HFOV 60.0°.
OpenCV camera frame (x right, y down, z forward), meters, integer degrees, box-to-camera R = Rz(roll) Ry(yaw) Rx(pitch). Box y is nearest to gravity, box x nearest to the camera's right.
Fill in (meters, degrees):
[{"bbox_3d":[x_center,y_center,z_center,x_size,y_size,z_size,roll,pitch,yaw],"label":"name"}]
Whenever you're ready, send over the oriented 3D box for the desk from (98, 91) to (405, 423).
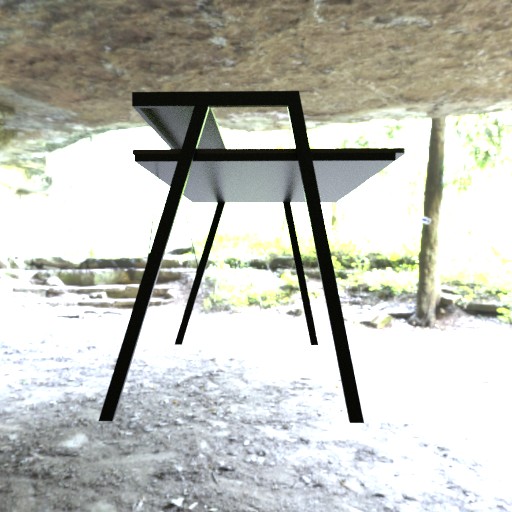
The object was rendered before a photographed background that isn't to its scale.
[{"bbox_3d":[0.000,0.000,1.905,0.936,0.998,1.143,0,0,1],"label":"desk"}]
